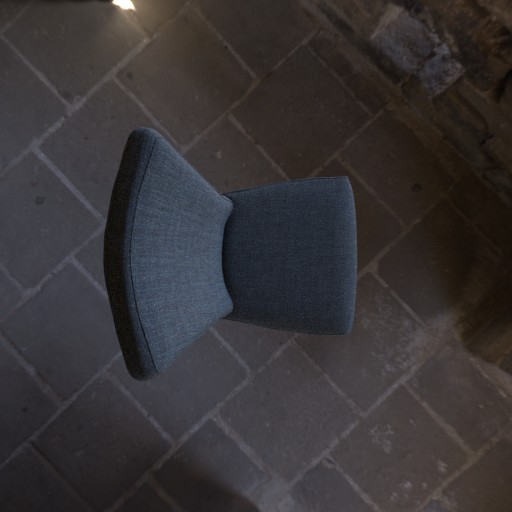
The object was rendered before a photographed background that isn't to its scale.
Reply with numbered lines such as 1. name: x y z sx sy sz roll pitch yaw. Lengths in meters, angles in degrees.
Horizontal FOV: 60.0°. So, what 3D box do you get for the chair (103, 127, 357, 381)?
1. chair: 0.000 0.000 1.381 0.660 0.991 0.520 0 89 -2
